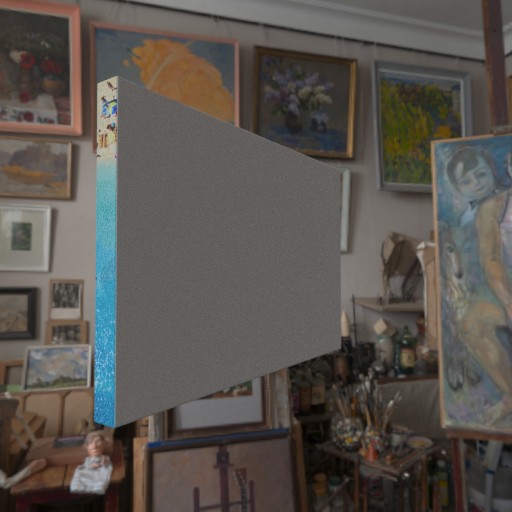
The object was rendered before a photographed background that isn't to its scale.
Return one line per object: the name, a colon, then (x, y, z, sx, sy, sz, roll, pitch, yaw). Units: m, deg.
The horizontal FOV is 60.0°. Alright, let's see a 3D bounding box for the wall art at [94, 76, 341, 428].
wall art: (0.000, 0.000, 0.767, 0.039, 0.406, 0.609, -1, -2, 35)
